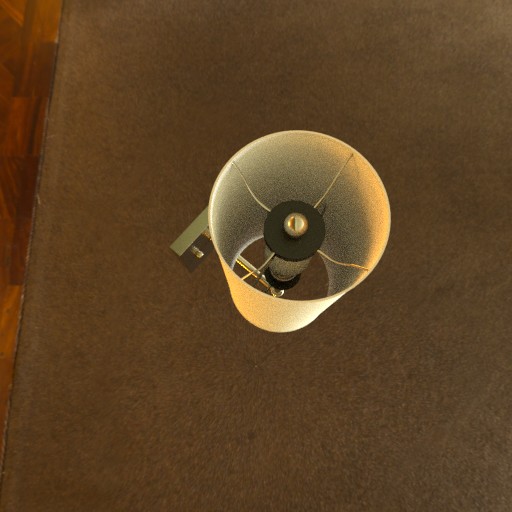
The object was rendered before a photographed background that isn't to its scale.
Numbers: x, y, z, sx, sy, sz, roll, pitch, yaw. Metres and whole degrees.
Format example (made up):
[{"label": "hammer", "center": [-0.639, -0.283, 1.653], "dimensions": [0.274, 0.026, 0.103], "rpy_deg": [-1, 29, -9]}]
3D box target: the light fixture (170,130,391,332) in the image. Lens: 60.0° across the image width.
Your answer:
[{"label": "light fixture", "center": [0.000, 0.000, 0.541], "dimensions": [0.208, 0.462, 0.128], "rpy_deg": [40, 79, 9]}]
